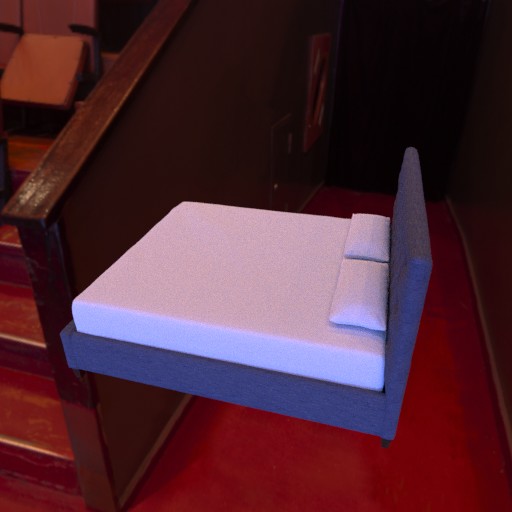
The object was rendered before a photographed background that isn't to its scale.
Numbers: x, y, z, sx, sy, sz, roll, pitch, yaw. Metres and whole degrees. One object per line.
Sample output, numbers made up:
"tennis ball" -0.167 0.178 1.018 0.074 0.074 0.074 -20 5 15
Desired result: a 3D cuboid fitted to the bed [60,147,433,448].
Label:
"bed" 0.000 0.000 3.631 2.387 1.427 2.078 8 30 14
